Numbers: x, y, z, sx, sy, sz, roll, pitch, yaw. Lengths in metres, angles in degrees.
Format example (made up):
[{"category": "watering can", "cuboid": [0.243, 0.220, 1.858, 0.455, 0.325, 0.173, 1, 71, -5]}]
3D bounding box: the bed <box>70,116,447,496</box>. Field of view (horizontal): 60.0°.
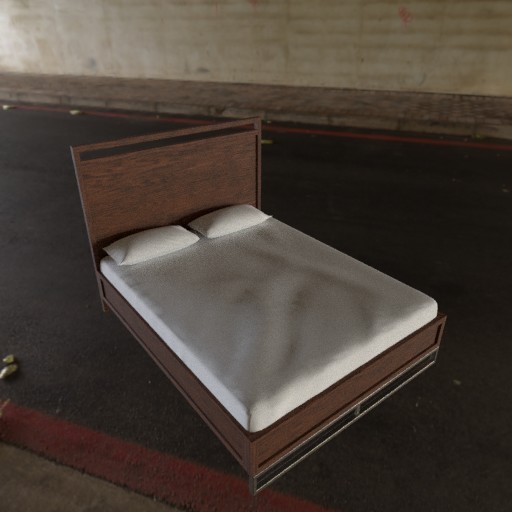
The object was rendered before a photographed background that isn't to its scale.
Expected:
[{"category": "bed", "cuboid": [0.000, 0.000, 3.336, 1.765, 1.487, 2.218, -20, 35, -32]}]
